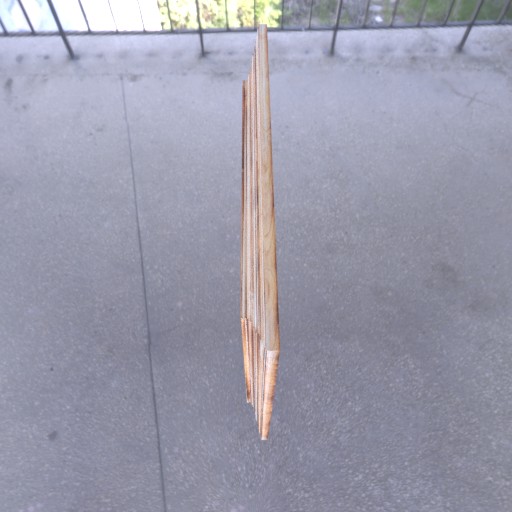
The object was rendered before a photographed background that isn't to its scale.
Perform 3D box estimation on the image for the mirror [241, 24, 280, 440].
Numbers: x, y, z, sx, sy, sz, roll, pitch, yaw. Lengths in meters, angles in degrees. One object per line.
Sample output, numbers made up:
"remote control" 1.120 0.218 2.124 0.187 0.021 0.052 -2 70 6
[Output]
"mirror" 0.000 0.000 1.192 0.061 0.804 0.804 -1 59 0
